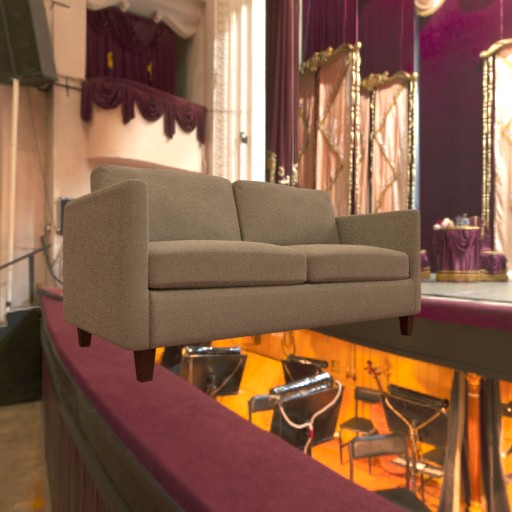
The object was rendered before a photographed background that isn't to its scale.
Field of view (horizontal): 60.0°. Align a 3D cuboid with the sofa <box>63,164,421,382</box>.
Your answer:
[{"bbox_3d":[0.000,0.000,2.527,1.884,0.963,0.950,0,0,-36],"label":"sofa"}]
